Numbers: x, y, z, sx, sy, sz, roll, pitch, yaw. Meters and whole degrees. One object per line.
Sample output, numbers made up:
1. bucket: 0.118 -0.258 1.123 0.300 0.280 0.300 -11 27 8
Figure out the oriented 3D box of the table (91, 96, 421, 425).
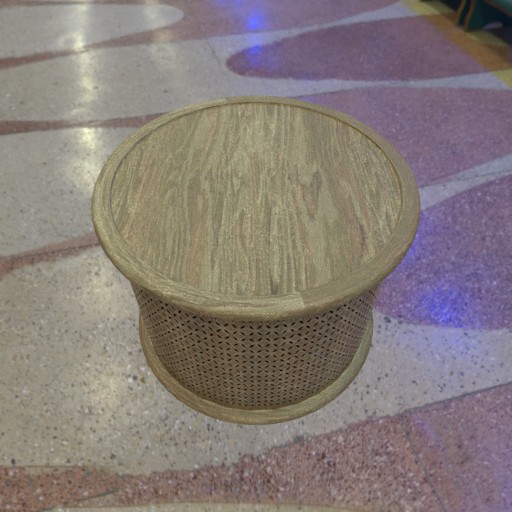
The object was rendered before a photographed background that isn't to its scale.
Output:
1. table: 0.000 0.000 1.004 0.607 0.450 0.607 0 50 0
